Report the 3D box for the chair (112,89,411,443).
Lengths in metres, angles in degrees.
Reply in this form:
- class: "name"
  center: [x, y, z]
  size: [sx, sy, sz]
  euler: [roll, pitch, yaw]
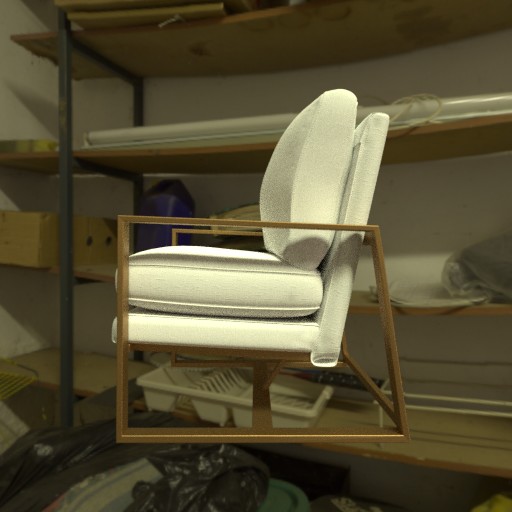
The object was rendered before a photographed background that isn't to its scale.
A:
- class: "chair"
  center: [0.000, 0.000, 1.552]
  size: [0.813, 0.966, 0.805]
  euler: [0, 1, 0]
